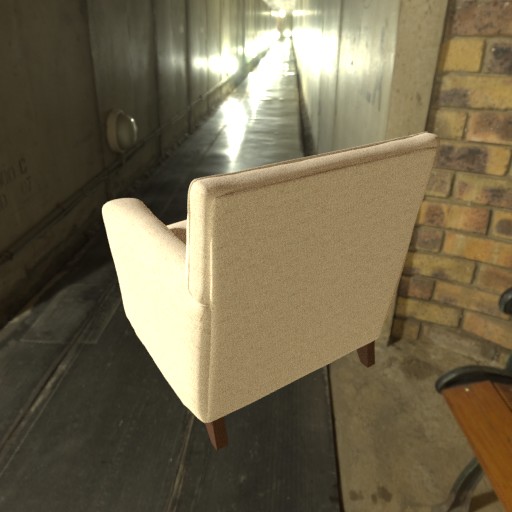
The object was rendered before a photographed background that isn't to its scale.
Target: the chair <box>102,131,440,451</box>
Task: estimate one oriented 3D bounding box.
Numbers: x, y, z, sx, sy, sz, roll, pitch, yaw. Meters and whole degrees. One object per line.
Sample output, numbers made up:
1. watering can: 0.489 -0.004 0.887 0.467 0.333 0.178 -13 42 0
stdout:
1. chair: 0.000 0.000 1.634 0.870 0.943 0.823 -18 33 -29
